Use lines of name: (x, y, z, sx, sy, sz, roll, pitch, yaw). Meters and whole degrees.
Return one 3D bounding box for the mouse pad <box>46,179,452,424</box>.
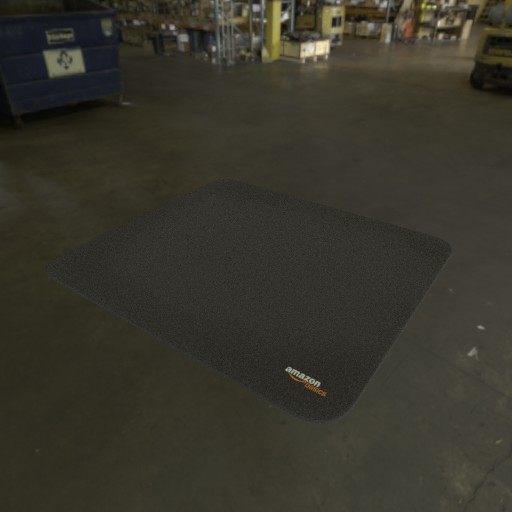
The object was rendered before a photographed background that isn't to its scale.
mouse pad: (0.000, 0.000, 0.319, 0.229, 0.003, 0.203, 21, 37, 30)
